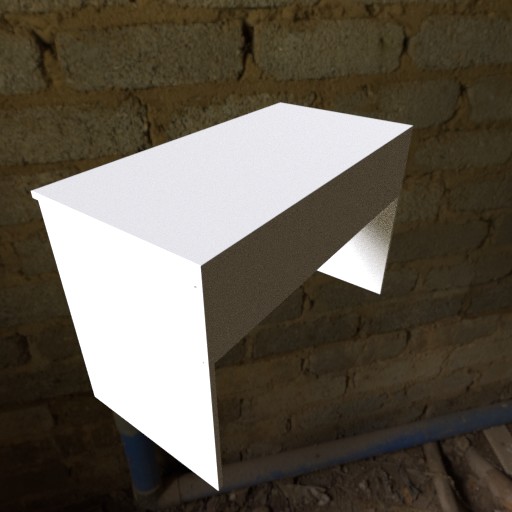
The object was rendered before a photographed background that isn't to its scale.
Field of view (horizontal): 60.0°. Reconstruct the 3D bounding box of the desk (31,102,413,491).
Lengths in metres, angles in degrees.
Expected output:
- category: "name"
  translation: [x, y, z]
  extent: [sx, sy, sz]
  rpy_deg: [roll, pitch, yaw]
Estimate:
- category: "desk"
  translation: [0.000, 0.000, 1.514]
  extent: [0.560, 0.730, 1.100]
  rpy_deg: [22, 38, 30]
